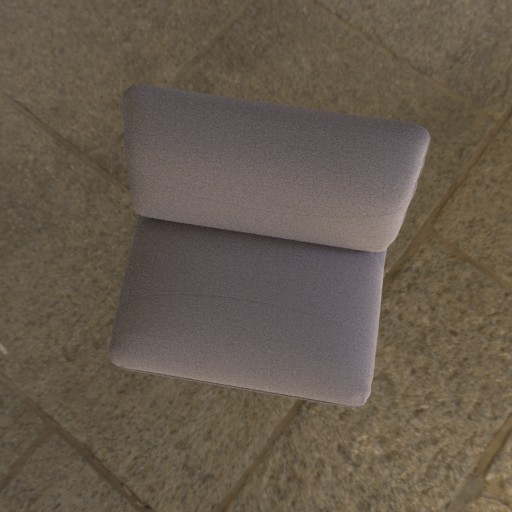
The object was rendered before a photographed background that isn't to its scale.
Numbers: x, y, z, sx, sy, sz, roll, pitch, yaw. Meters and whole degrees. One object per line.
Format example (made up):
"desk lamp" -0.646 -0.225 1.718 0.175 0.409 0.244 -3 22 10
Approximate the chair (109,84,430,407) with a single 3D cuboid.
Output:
"chair" 0.000 0.000 1.324 0.820 0.580 0.780 9 76 2
